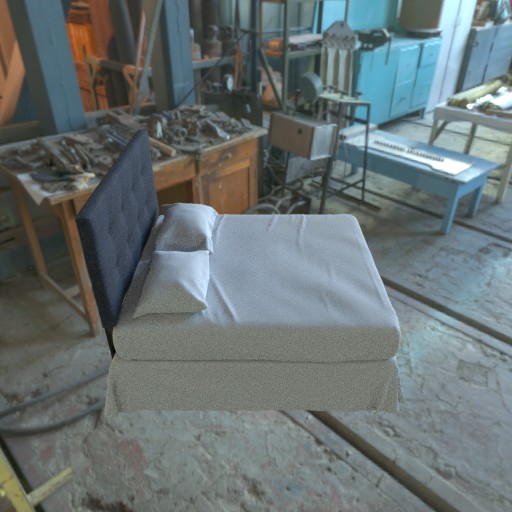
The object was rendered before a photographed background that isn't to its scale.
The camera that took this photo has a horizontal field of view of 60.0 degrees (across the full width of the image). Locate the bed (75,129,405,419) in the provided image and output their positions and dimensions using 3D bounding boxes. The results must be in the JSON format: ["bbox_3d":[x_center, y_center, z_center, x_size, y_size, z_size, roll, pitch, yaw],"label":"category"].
[{"bbox_3d":[0.000,0.000,3.591,2.222,1.577,1.936,0,33,0],"label":"bed"}]
